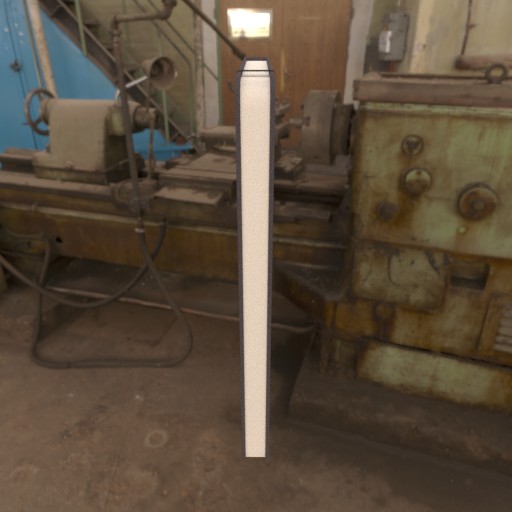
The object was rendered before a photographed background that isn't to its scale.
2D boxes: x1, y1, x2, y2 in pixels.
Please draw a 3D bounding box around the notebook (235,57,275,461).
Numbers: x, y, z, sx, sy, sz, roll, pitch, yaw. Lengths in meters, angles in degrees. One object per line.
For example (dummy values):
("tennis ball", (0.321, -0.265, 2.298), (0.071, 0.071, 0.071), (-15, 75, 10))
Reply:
("notebook", (0.000, 0.000, 0.267), (0.016, 0.213, 0.127), (0, 27, 0))
